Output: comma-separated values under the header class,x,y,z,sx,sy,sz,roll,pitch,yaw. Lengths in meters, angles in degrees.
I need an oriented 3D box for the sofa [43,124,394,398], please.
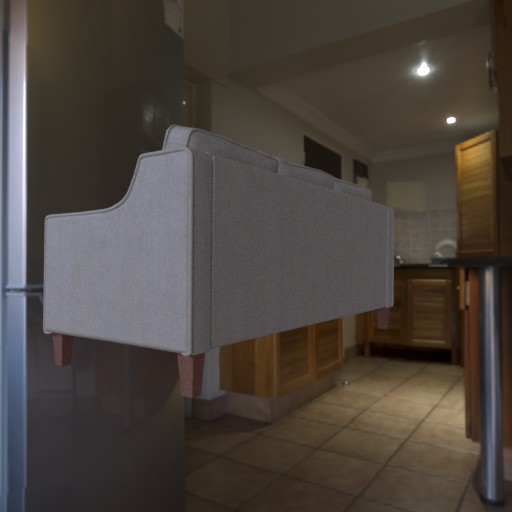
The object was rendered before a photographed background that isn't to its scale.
class,x,y,z,sx,sy,sz,roll,pitch,yaw
sofa,0.000,0.000,2.495,0.911,0.974,1.986,-1,-1,36
